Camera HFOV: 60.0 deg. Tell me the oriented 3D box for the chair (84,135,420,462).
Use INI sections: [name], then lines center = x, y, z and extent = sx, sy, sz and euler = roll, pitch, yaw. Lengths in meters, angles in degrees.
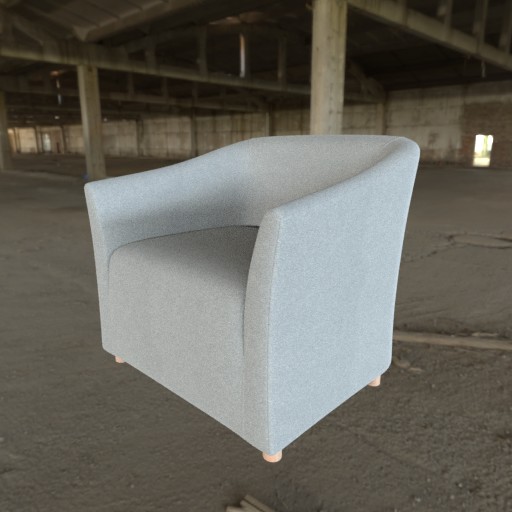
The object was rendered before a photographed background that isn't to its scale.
[chair]
center = 0.000, 0.000, 1.353
extent = 0.790, 0.720, 0.700
euler = 14, 20, 42
